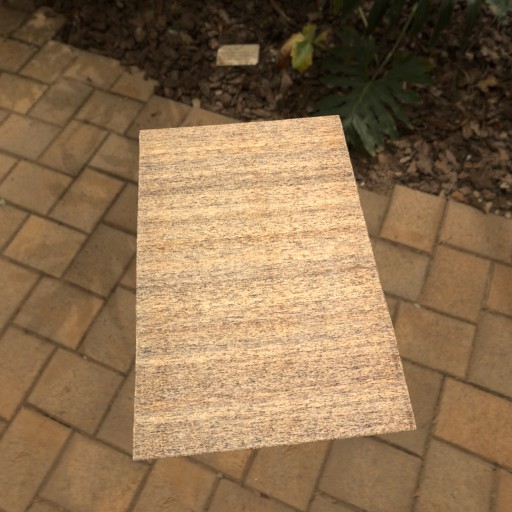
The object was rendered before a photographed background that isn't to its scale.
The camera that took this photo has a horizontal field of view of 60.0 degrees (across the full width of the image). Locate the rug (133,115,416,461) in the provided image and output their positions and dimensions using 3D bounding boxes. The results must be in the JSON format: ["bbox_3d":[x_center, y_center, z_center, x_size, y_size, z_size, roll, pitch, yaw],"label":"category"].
[{"bbox_3d":[0.000,0.000,2.322,1.243,0.014,1.846,-5,63,-3],"label":"rug"}]
